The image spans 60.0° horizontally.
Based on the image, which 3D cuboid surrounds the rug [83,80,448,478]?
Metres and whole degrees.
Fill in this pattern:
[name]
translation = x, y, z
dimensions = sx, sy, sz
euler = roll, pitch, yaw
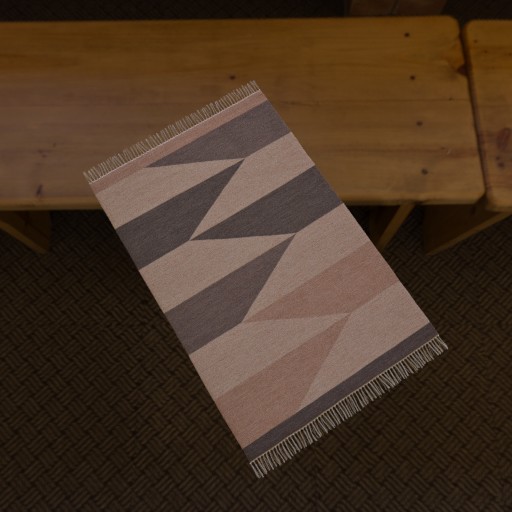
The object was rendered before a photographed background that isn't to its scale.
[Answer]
[rug]
translation = 0.000, 0.000, 2.549
dimensions = 1.224, 0.027, 2.021
euler = -31, 77, -8
